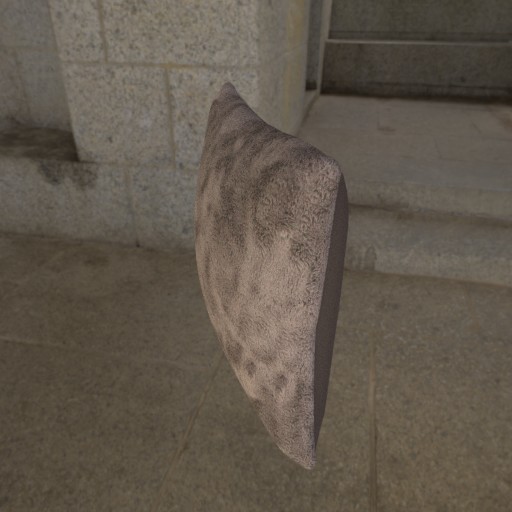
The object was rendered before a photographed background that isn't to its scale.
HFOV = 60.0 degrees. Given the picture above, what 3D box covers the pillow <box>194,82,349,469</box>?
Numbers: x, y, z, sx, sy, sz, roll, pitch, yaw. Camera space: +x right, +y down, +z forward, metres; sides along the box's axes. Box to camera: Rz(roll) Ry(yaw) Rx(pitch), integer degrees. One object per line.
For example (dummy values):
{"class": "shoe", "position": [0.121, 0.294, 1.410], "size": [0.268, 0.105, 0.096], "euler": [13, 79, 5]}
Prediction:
{"class": "pillow", "position": [0.000, 0.000, 0.792], "size": [0.204, 0.520, 0.522], "euler": [-8, 30, -14]}
